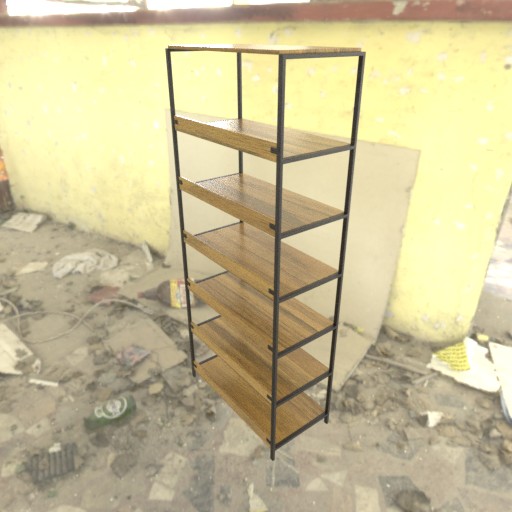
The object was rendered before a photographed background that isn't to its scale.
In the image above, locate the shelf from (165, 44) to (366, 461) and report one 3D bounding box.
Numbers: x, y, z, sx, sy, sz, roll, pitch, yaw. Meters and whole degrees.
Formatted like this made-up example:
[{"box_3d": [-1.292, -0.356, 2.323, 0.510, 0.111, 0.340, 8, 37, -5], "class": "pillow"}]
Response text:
[{"box_3d": [0.000, 0.000, 2.357, 0.431, 2.015, 0.847, -19, 33, -33], "class": "shelf"}]
